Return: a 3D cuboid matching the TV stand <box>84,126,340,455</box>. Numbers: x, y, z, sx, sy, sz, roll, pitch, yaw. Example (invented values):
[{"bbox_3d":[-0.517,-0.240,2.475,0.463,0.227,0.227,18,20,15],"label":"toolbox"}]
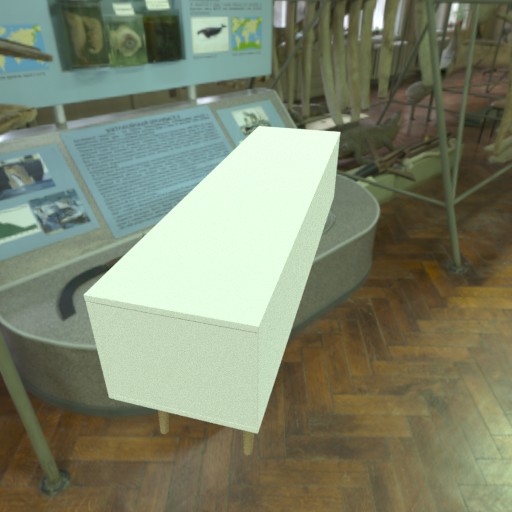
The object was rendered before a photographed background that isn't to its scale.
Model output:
[{"bbox_3d":[0.000,0.000,1.611,0.401,0.560,1.398,8,32,13],"label":"TV stand"}]
